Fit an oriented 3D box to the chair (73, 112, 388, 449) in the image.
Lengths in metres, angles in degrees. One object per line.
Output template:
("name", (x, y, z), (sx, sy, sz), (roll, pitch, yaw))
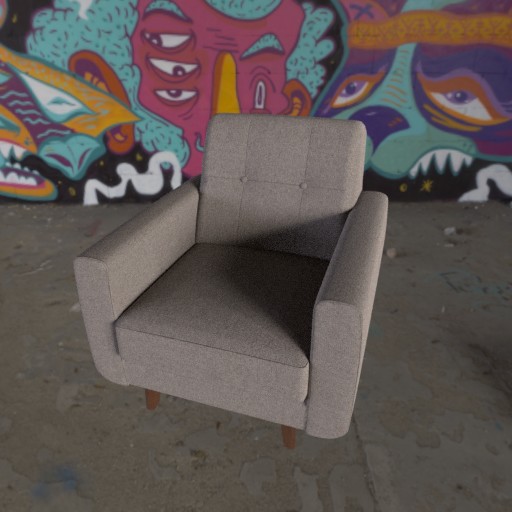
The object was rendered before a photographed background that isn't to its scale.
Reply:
("chair", (0.000, 0.000, 1.550), (0.831, 0.839, 0.907), (9, 29, 16))
